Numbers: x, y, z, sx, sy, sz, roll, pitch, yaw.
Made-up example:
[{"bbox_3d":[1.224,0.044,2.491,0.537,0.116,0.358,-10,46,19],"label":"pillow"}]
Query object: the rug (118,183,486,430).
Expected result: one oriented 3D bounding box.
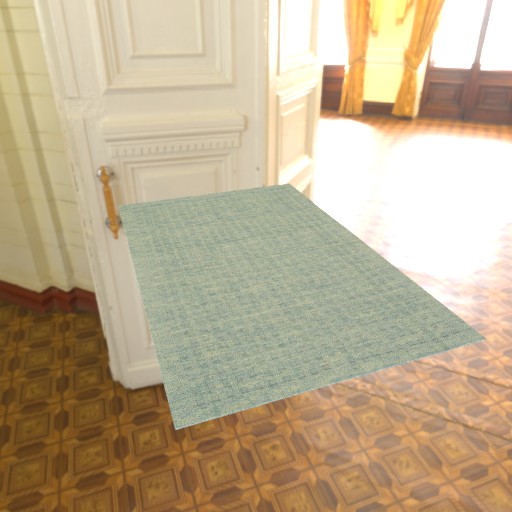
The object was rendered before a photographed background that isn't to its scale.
[{"bbox_3d":[0.000,0.000,2.161,1.142,0.006,1.752,-10,31,-18],"label":"rug"}]
